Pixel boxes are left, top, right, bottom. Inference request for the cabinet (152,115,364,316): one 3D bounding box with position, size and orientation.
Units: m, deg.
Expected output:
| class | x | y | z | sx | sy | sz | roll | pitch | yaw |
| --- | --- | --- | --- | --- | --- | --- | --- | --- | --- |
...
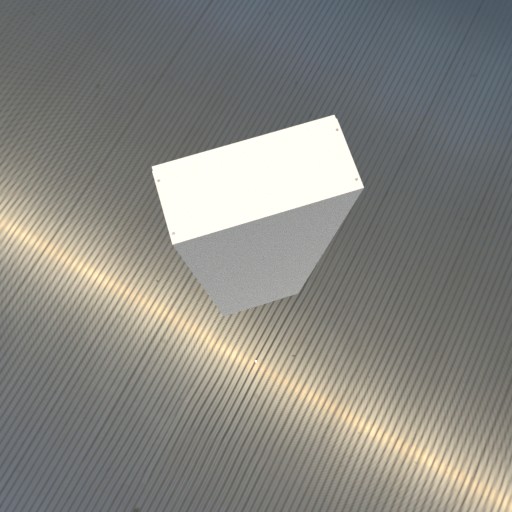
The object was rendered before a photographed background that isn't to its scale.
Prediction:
| class | x | y | z | sx | sy | sz | roll | pitch | yaw |
| --- | --- | --- | --- | --- | --- | --- | --- | --- | --- |
| cabinet | 0.000 | 0.000 | 1.998 | 0.500 | 1.790 | 0.230 | -17 | 77 | -4 |
